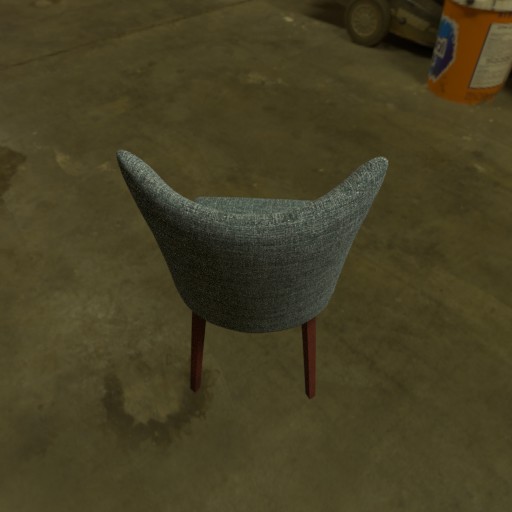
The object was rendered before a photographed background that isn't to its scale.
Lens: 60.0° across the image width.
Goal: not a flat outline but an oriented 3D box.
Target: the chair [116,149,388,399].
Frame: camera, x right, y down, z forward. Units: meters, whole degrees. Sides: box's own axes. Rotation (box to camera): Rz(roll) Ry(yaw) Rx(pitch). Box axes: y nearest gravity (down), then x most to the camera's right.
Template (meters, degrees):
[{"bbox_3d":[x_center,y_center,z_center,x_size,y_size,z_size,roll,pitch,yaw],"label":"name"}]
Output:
[{"bbox_3d":[0.000,0.000,1.309,0.535,0.924,0.623,3,46,2],"label":"chair"}]
